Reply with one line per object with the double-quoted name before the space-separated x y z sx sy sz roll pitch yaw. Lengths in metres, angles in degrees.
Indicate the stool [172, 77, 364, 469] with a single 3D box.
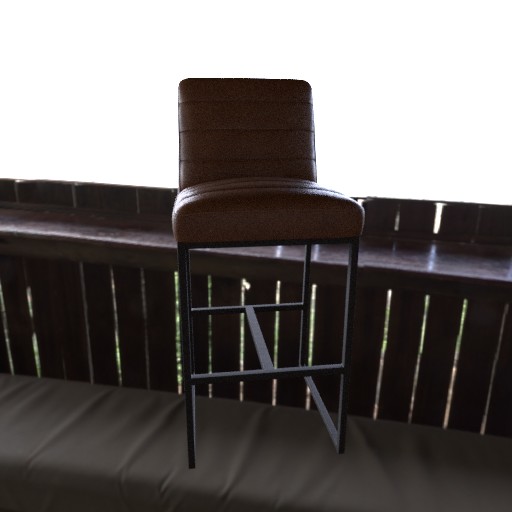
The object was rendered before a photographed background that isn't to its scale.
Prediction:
"stool" 0.000 0.000 1.325 0.458 1.040 0.556 -2 16 -8
